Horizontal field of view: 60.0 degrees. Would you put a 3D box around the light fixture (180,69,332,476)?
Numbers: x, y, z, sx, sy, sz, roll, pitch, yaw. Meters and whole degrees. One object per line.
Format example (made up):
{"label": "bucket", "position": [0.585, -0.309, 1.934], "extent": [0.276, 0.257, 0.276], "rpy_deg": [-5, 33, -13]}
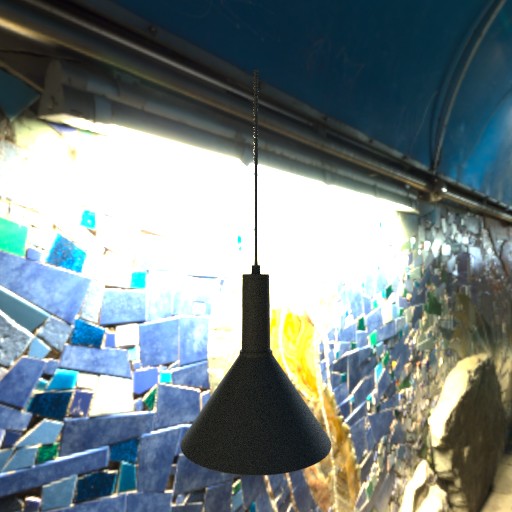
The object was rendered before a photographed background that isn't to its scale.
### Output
{"label": "light fixture", "position": [0.000, 0.000, 0.803], "extent": [0.267, 0.683, 0.267], "rpy_deg": [1, -2, -36]}
